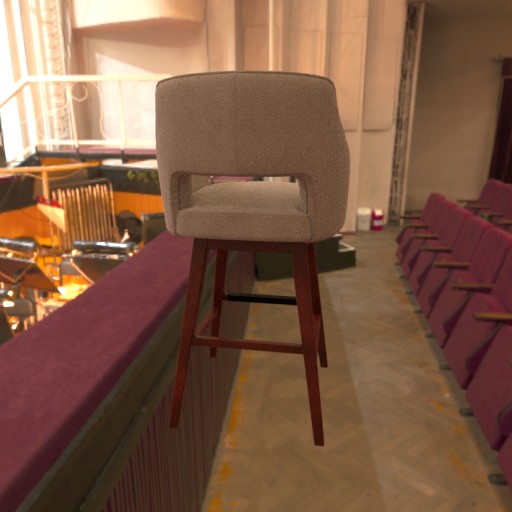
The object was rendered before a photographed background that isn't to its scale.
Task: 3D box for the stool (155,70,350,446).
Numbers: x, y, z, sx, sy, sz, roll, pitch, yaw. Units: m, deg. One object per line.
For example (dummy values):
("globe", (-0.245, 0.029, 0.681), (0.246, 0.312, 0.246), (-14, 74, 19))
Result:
("stool", (0.000, 0.000, 1.383), (0.548, 1.012, 0.558), (3, 16, 10))
